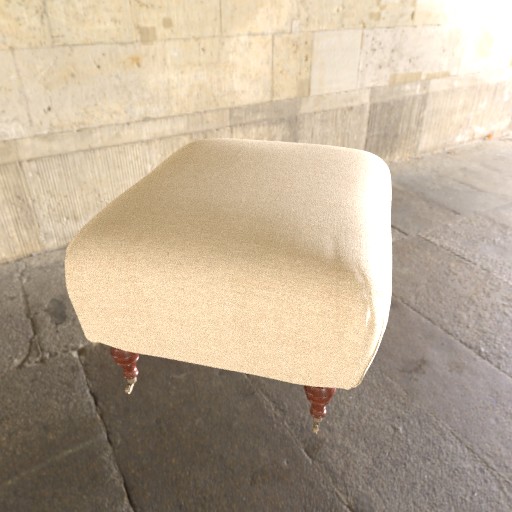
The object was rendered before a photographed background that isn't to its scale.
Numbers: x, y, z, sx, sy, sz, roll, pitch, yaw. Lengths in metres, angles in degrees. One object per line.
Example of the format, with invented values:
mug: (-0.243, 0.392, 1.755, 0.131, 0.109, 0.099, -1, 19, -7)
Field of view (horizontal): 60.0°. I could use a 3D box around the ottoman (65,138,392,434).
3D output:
ottoman: (0.000, 0.000, 1.120, 0.622, 0.450, 0.747, 8, 32, 12)
